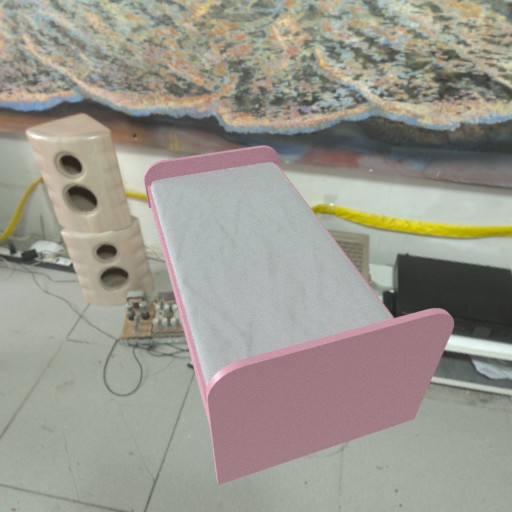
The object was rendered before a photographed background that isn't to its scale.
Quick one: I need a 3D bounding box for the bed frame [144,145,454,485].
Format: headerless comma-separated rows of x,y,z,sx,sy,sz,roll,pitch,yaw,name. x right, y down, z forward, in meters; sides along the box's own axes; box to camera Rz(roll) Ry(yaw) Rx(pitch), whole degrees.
0.000,0.000,2.525,0.998,0.805,1.963,-12,41,-14,bed frame
